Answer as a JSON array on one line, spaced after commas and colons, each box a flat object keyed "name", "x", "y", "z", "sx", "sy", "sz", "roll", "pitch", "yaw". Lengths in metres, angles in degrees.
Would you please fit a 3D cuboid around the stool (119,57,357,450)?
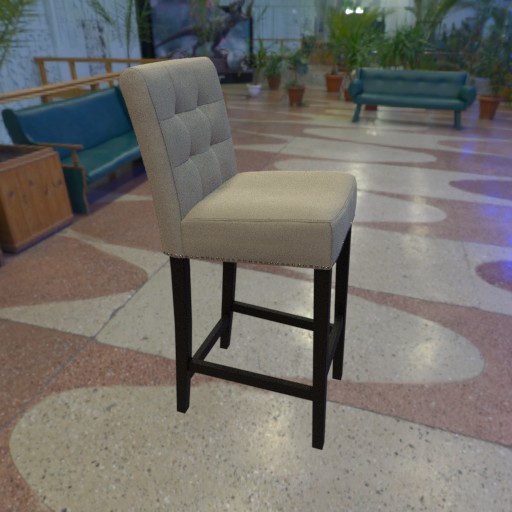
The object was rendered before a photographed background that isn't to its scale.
[{"name": "stool", "x": 0.000, "y": 0.000, "z": 1.309, "sx": 0.548, "sy": 1.047, "sz": 0.411, "roll": 9, "pitch": 29, "yaw": 17}]
